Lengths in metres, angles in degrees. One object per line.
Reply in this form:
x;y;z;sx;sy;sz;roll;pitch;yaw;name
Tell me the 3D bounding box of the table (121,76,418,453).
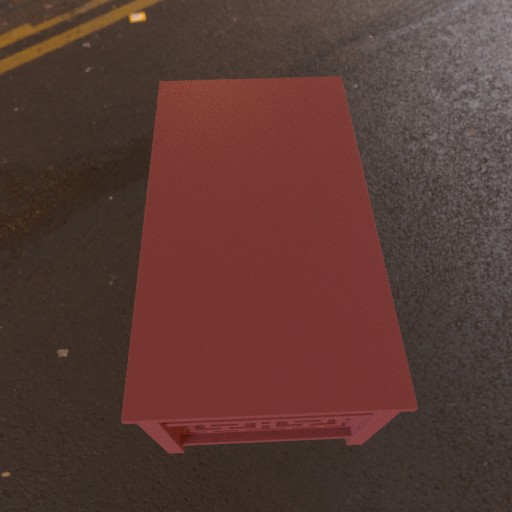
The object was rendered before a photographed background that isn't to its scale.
0.000;0.000;1.383;0.612;0.493;1.068;-2;58;-1;table
